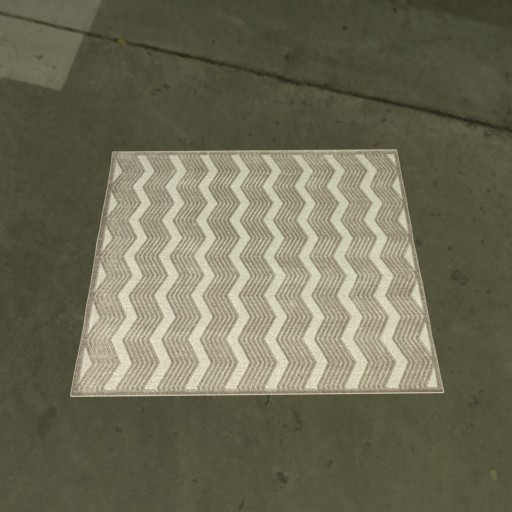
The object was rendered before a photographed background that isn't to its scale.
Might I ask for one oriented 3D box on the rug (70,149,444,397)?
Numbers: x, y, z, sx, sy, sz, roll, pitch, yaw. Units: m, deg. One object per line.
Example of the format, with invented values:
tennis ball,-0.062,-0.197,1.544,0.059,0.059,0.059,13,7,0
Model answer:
rug,0.000,0.000,3.950,2.880,0.005,2.391,-1,63,0
